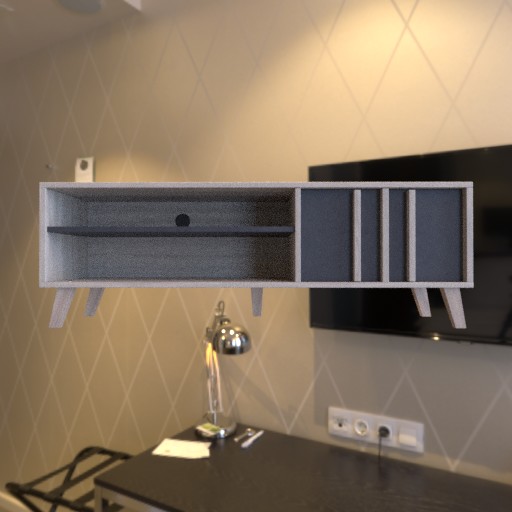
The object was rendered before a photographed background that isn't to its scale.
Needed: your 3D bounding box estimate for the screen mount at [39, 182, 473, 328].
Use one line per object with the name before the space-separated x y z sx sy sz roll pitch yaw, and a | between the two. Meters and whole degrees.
screen mount | 0.000 0.000 1.731 1.500 0.509 0.401 0 0 0
